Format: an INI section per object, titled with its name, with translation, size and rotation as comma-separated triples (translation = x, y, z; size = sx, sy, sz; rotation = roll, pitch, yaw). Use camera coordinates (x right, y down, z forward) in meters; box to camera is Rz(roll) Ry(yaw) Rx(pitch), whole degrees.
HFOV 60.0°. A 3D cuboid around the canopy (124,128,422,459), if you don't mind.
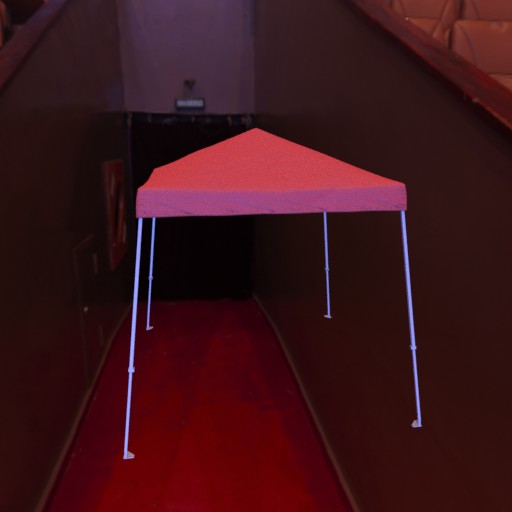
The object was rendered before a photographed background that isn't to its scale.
[canopy]
translation = 0.000, 0.000, 6.495
size = 3.599, 3.600, 3.600
rotation = -2, 15, -9
